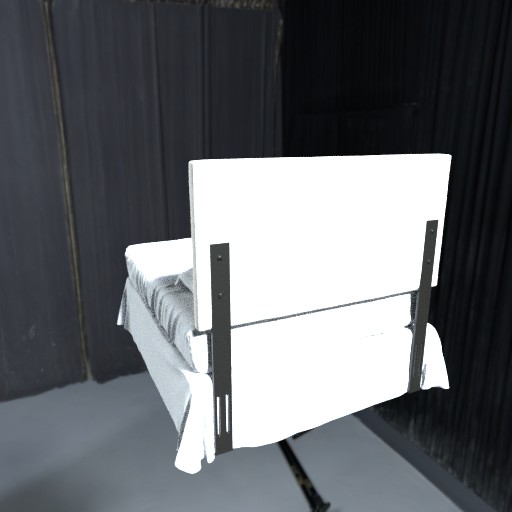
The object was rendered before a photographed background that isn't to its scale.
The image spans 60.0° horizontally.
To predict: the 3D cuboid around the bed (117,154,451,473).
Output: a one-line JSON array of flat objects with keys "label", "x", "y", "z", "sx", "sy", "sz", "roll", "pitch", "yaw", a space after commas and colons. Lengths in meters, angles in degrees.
[{"label": "bed", "x": 0.000, "y": 0.000, "z": 3.406, "sx": 1.936, "sy": 1.577, "sz": 2.222, "roll": -7, "pitch": 17, "yaw": -25}]
